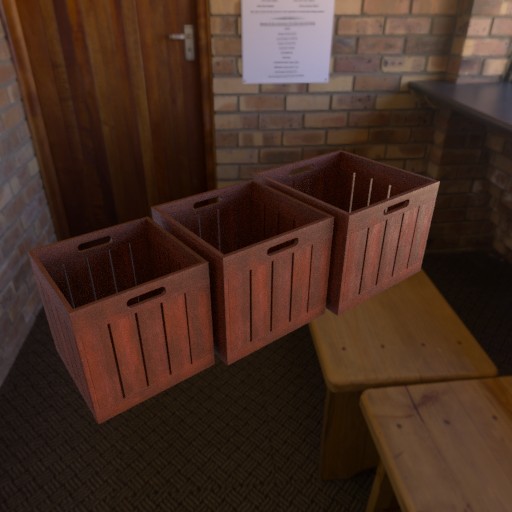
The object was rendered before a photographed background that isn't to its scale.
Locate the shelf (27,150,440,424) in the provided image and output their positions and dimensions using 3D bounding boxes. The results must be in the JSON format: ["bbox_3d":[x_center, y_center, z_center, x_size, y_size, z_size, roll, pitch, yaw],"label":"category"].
[{"bbox_3d":[0.000,0.000,1.236,1.064,0.311,0.393,-21,36,-32],"label":"shelf"}]
